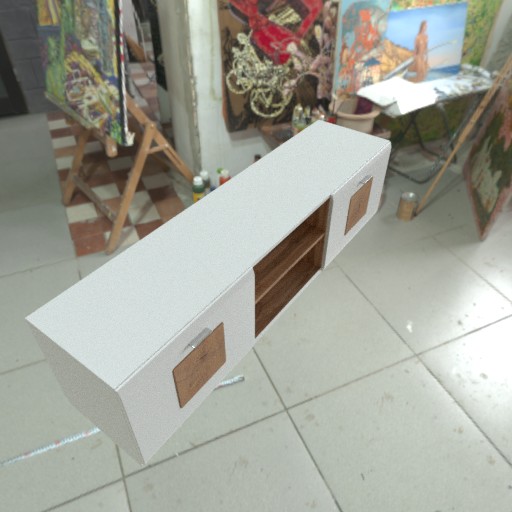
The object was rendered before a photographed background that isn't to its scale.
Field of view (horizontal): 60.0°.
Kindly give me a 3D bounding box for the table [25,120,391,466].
[{"bbox_3d":[0.000,0.000,1.715,0.400,0.440,1.550,26,47,27],"label":"table"}]
